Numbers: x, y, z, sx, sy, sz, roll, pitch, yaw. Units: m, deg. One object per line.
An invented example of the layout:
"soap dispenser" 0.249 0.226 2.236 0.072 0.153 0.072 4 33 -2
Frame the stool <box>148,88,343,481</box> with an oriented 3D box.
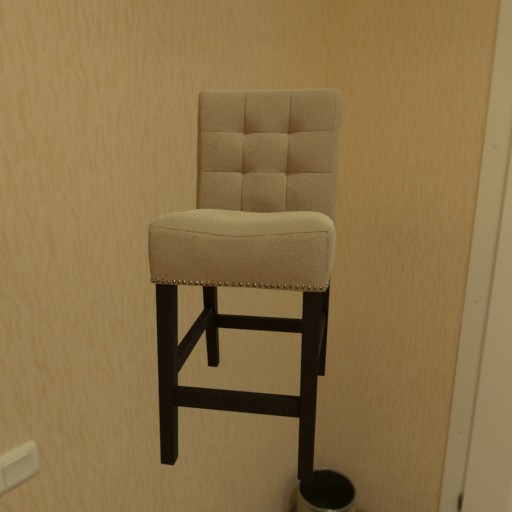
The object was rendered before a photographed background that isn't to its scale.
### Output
"stool" 0.000 0.000 1.177 0.427 0.885 0.571 2 15 9
